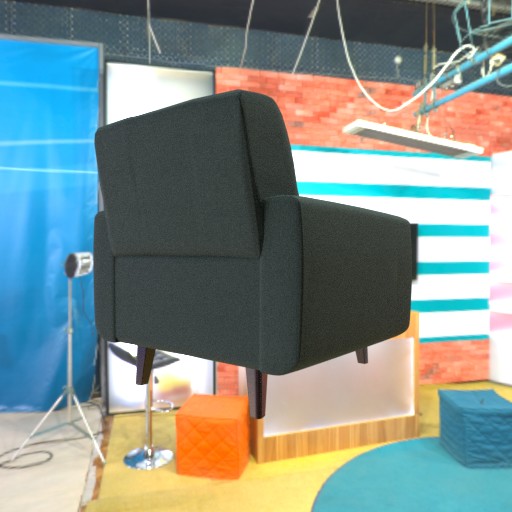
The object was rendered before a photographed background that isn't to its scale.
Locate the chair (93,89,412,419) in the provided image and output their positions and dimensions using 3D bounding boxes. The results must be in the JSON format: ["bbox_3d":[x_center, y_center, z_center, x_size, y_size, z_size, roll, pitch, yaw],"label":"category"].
[{"bbox_3d":[0.000,0.000,1.563,0.831,0.841,0.909,1,1,37],"label":"chair"}]
